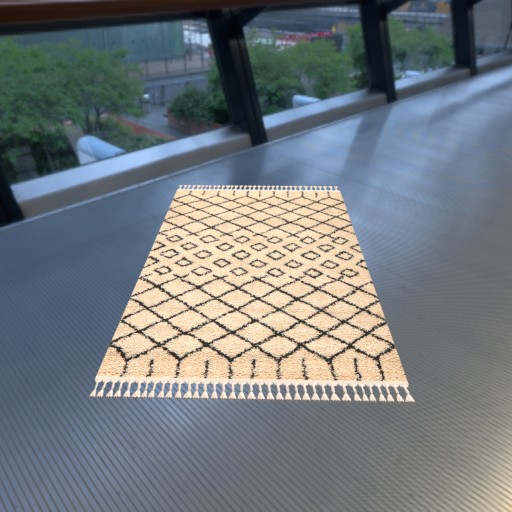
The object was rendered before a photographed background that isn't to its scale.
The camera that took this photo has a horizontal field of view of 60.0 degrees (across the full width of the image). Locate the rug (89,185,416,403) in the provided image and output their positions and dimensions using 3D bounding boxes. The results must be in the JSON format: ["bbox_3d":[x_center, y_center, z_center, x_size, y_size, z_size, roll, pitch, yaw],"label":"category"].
[{"bbox_3d":[0.000,0.000,2.469,1.196,0.008,2.006,1,32,1],"label":"rug"}]
